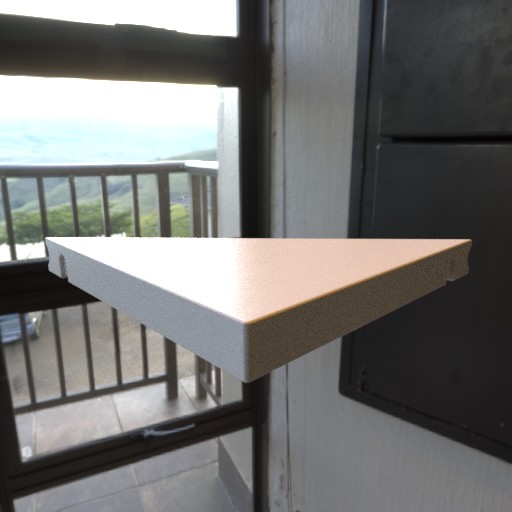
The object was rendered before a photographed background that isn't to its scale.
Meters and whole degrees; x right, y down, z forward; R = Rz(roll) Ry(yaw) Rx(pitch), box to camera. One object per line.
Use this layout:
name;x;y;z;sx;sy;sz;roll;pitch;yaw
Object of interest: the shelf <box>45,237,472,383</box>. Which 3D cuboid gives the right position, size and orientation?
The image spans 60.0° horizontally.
shelf;0.000;0.000;0.433;0.296;0.035;0.296;-13;19;-42
